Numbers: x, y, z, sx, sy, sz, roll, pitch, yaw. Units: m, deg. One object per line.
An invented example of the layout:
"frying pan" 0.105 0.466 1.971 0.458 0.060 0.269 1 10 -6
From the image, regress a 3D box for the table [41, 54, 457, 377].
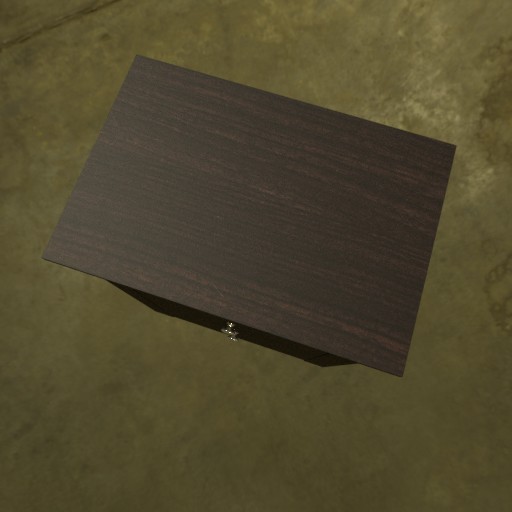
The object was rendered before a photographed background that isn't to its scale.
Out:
"table" 0.000 0.000 1.076 0.591 0.711 0.406 18 76 5
